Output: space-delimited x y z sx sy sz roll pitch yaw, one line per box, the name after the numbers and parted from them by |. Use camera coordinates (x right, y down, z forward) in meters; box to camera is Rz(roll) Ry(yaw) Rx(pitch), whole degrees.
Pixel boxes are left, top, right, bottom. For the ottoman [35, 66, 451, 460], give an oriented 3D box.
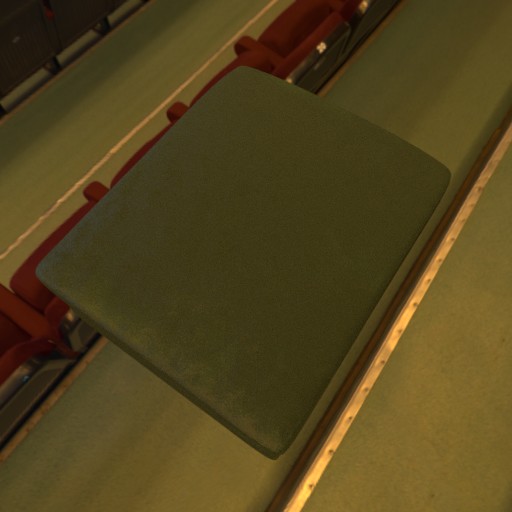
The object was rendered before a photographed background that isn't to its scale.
0.000 0.000 1.268 0.701 0.538 0.839 32 68 14 | ottoman
